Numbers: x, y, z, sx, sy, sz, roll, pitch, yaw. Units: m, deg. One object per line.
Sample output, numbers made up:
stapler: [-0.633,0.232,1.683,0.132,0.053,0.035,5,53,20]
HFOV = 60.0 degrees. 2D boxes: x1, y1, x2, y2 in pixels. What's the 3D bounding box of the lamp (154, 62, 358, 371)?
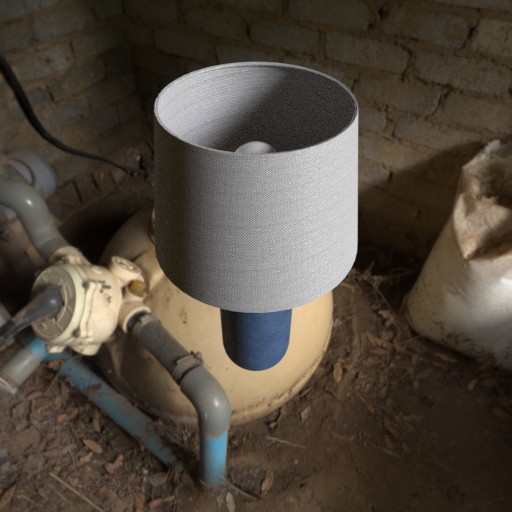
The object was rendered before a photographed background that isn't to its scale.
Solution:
lamp: [0.000,0.000,0.587,0.253,0.428,0.253,0,44,0]
